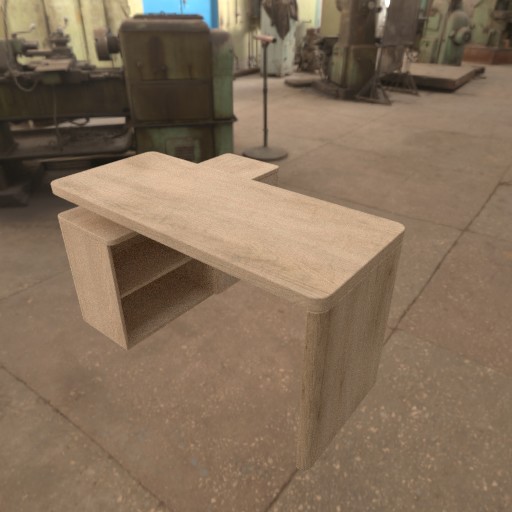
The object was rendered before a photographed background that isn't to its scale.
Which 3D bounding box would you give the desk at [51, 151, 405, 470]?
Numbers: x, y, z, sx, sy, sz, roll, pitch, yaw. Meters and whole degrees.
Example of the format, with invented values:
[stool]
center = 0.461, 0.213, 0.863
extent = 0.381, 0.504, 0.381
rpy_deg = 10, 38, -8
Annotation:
[desk]
center = 0.000, 0.000, 2.146
extent = 1.400, 0.770, 1.175
rpy_deg = 22, 37, 33
